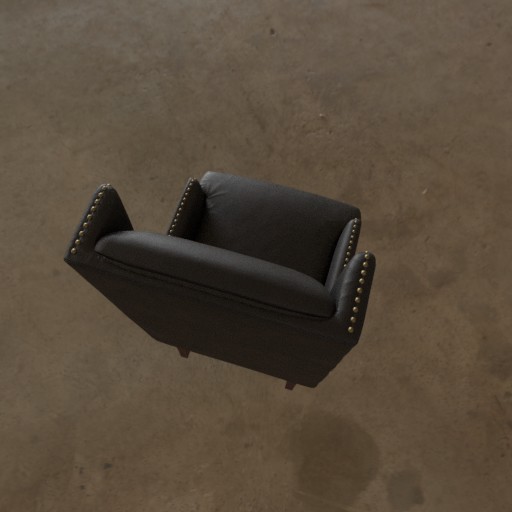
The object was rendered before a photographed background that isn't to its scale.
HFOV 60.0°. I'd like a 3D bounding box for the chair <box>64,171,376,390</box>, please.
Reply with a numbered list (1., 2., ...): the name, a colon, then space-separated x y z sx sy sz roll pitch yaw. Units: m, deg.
1. chair: 0.000 0.000 1.611 0.703 1.142 0.799 15 64 7
